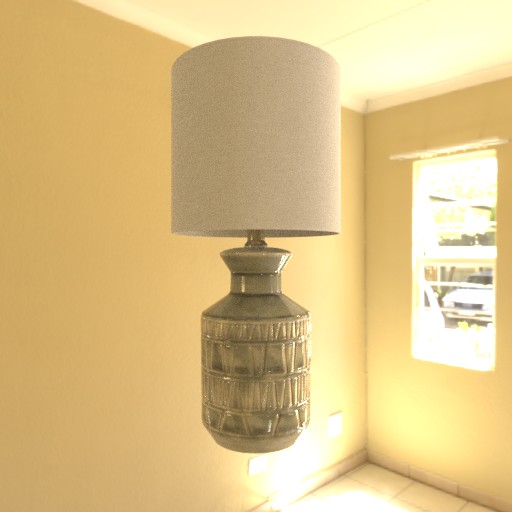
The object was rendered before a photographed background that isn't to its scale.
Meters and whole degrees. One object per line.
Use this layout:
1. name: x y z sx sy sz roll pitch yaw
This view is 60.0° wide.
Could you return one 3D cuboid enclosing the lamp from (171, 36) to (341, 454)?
1. lamp: 0.000 0.000 0.563 0.211 0.455 0.211 0 0 37
